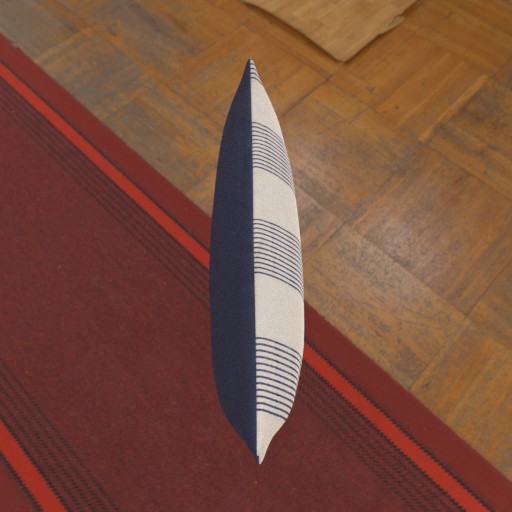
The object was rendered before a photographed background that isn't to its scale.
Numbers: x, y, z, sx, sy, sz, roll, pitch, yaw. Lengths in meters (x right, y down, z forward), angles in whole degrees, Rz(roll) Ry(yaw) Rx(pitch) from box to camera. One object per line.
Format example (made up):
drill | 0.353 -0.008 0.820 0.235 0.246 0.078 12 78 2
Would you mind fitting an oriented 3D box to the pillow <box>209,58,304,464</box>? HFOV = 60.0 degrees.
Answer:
pillow | 0.000 0.000 0.725 0.151 0.287 0.610 -1 63 0
